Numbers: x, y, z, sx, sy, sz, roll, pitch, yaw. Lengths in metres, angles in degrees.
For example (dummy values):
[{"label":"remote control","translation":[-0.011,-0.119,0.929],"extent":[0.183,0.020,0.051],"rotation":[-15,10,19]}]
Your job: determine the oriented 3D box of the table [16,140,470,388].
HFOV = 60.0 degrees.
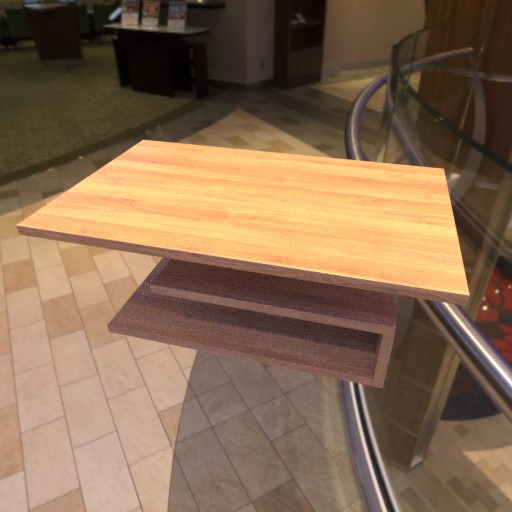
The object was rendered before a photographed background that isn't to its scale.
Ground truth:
[{"label":"table","translation":[0.000,0.000,1.431],"extent":[1.100,0.442,0.700],"rotation":[9,34,13]}]
